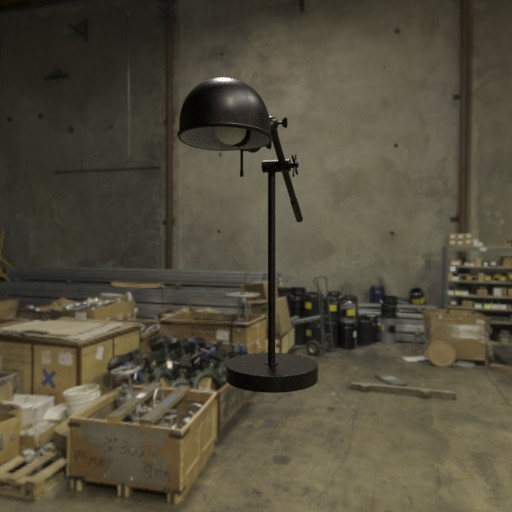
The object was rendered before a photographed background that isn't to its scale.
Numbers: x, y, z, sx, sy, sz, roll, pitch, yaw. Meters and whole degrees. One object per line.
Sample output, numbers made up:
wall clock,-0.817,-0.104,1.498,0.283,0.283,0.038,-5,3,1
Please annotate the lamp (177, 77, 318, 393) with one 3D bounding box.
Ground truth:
lamp,0.000,0.000,0.785,0.185,0.495,0.567,0,1,17
